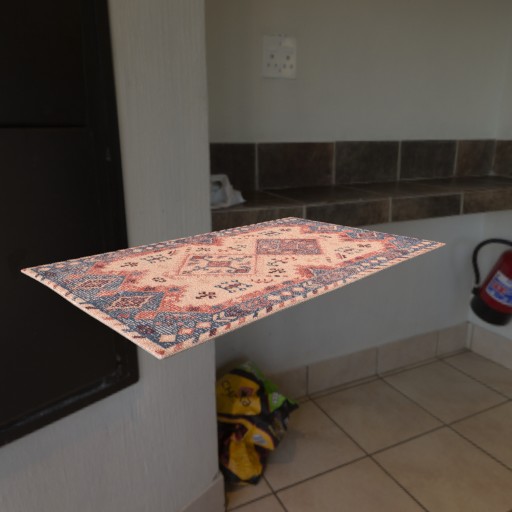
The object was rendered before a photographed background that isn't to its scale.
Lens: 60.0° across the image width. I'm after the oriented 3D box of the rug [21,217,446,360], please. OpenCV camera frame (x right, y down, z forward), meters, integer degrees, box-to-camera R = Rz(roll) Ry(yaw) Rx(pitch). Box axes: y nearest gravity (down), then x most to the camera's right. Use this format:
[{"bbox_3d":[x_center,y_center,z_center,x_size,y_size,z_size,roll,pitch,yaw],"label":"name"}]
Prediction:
[{"bbox_3d":[0.000,0.000,2.960,2.464,0.023,1.521,-15,21,-43],"label":"rug"}]
